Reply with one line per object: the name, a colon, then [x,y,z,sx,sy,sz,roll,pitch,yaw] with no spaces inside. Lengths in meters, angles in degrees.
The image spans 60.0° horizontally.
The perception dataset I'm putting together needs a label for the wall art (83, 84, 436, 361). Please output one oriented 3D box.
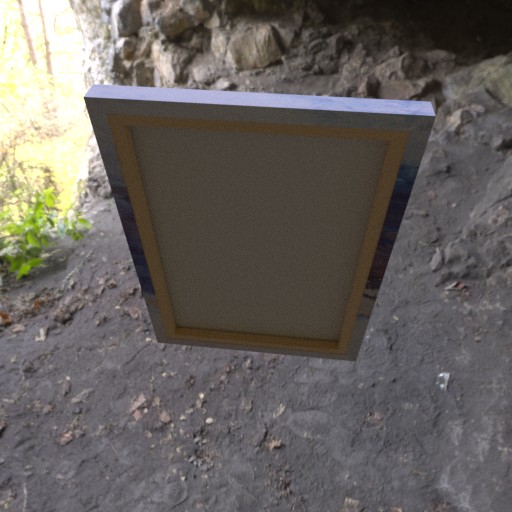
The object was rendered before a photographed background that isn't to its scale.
wall art: [0.000,0.000,0.771,0.437,0.581,0.036,5,47,4]
